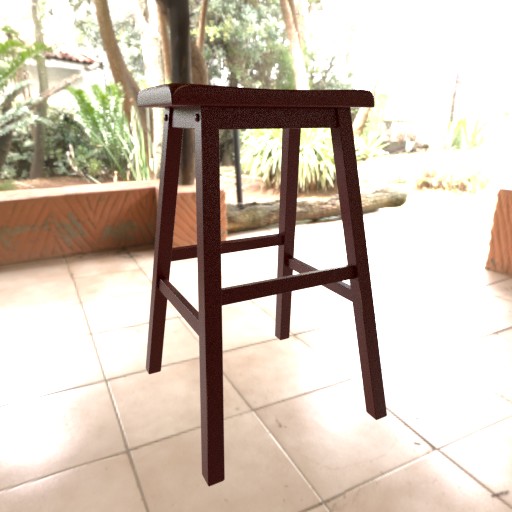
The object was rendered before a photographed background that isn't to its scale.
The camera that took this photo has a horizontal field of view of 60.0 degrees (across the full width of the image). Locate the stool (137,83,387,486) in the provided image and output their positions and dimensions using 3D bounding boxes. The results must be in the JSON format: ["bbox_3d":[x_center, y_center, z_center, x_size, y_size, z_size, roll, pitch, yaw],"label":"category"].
[{"bbox_3d":[0.000,0.000,1.047,0.457,0.737,0.476,-9,20,-26],"label":"stool"}]
